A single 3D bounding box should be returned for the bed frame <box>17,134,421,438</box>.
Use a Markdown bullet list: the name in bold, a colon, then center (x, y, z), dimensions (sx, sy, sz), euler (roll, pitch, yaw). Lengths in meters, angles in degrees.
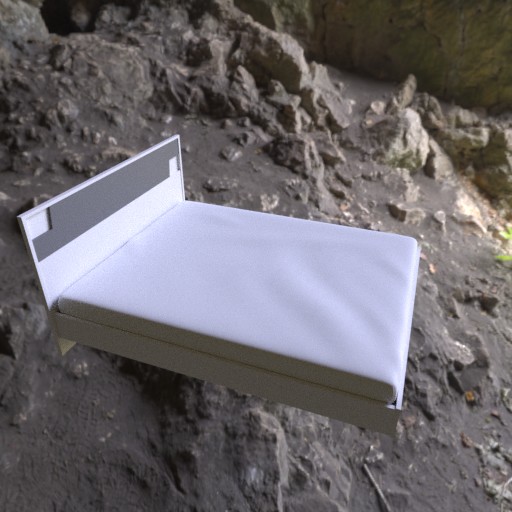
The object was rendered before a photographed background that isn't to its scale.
- **bed frame**: center (0.000, 0.000, 3.004), dimensions (2.100, 1.001, 1.711), euler (11, 33, 18)
